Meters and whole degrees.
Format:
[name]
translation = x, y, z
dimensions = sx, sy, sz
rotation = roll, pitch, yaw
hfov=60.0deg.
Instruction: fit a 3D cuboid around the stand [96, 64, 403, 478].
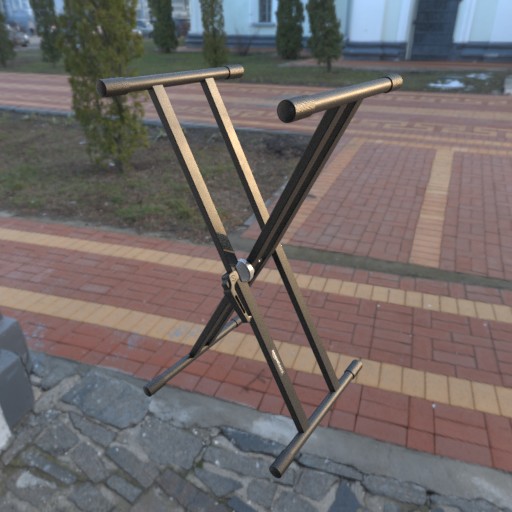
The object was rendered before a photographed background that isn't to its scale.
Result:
[stand]
translation = 0.000, 0.000, 1.195
dimensions = 0.503, 0.900, 0.495
rotation = 19, 33, 31
